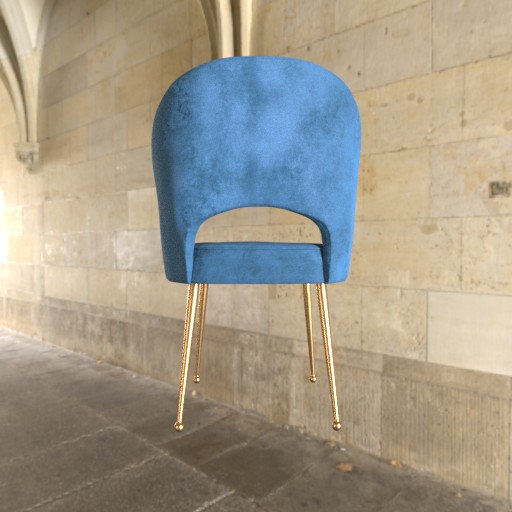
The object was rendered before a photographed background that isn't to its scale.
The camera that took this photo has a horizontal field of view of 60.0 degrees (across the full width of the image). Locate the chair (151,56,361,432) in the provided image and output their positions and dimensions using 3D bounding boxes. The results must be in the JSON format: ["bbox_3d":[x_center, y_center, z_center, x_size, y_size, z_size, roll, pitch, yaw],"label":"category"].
[{"bbox_3d":[0.000,0.000,1.232,0.527,0.860,0.577,0,1,-1],"label":"chair"}]
